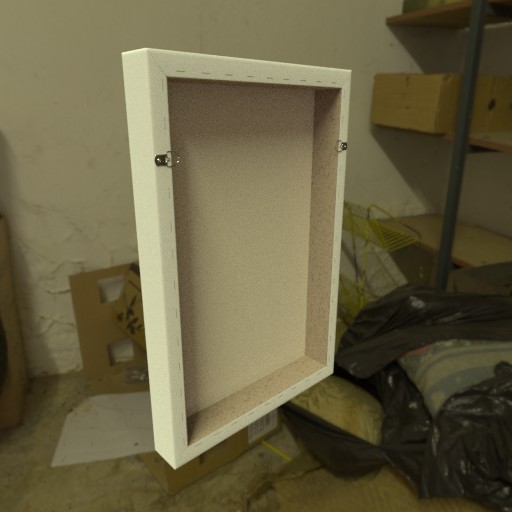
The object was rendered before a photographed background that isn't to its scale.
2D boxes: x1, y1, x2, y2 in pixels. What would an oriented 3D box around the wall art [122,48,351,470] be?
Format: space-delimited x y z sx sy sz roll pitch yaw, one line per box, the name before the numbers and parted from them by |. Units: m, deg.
wall art | 0.000 0.000 0.475 0.252 0.381 0.039 -16 24 -40
